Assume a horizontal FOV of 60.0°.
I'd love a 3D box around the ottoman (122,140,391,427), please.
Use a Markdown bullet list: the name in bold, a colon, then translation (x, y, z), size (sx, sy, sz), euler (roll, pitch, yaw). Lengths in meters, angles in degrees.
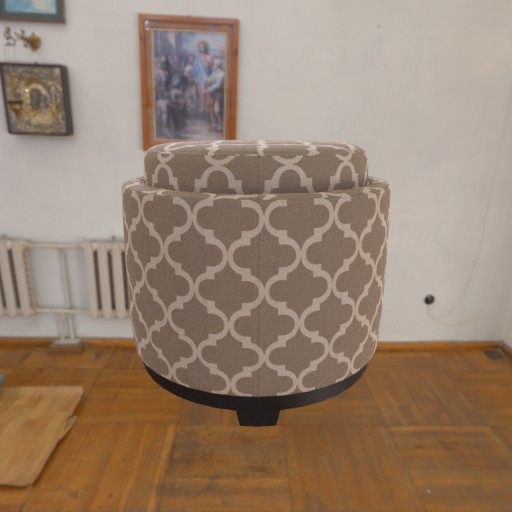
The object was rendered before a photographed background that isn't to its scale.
- **ottoman**: translation (0.000, 0.000, 0.850), size (0.480, 0.429, 0.480), euler (0, 16, 0)
